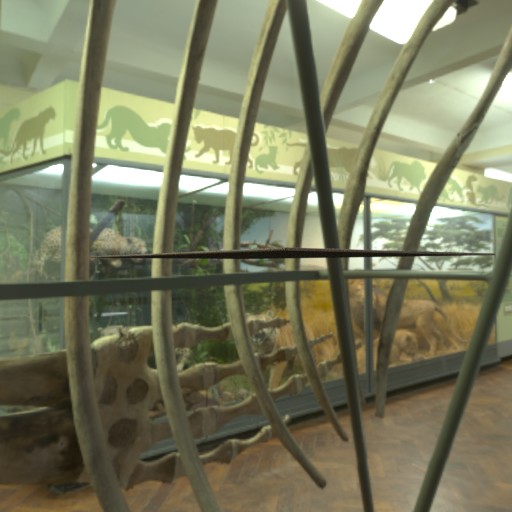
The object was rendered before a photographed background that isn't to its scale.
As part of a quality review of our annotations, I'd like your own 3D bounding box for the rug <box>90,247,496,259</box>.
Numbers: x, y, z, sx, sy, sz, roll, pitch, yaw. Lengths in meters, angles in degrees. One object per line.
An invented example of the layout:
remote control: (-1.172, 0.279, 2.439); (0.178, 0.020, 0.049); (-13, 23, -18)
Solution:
rug: (0.000, 0.000, 3.002); (1.533, 0.011, 2.439); (1, -1, -36)
